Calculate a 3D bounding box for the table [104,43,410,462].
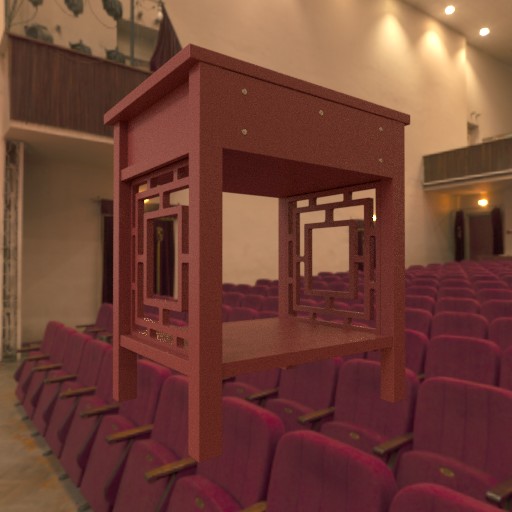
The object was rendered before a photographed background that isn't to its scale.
[{"bbox_3d":[0.000,0.000,1.076,0.599,0.686,0.451,0,-1,-36],"label":"table"}]
